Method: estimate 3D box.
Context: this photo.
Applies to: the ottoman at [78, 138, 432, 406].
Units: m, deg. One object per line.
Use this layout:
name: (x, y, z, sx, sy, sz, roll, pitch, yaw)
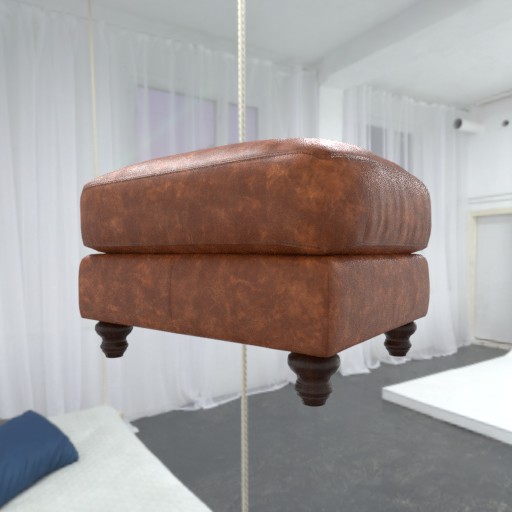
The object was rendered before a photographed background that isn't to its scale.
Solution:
ottoman: (0.000, 0.000, 1.247, 0.832, 0.562, 0.657, 1, 1, 36)
